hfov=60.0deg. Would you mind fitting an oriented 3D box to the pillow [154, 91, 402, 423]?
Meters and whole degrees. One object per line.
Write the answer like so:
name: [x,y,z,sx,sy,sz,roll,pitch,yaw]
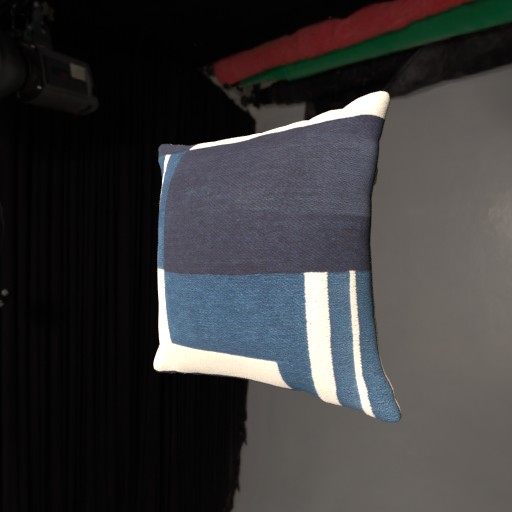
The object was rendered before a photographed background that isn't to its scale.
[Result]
pillow: [0.000,0.000,0.821,0.536,0.506,0.229,0,-1,35]
